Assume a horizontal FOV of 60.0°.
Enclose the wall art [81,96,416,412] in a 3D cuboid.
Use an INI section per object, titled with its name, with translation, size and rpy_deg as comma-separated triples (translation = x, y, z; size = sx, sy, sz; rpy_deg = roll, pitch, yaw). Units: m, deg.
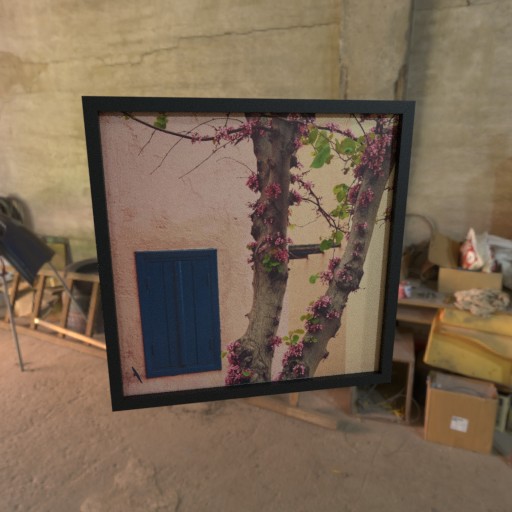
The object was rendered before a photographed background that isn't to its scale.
[wall art]
translation = 0.000, 0.000, 0.456
size = 0.305, 0.304, 0.038
rpy_deg = -3, 16, -10
